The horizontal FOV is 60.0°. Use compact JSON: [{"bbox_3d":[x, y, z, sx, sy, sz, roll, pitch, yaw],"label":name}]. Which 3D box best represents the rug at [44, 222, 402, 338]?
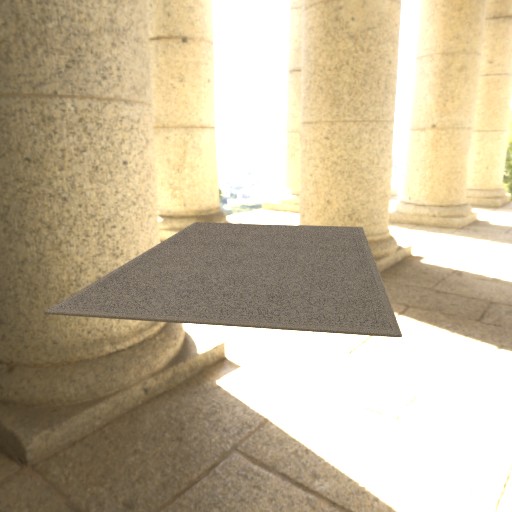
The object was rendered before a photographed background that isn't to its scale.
[{"bbox_3d":[0.000,0.000,2.917,1.524,0.011,2.286,2,15,9],"label":"rug"}]
